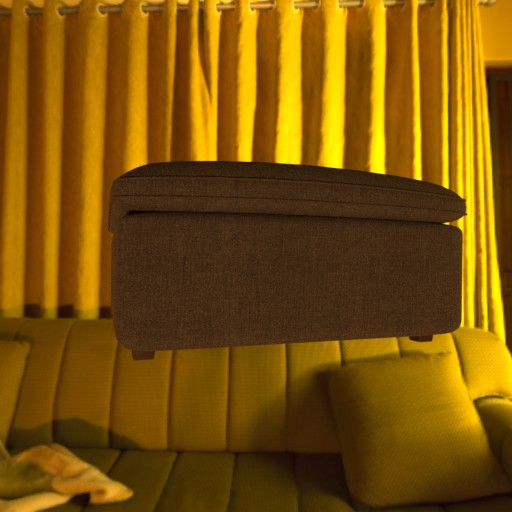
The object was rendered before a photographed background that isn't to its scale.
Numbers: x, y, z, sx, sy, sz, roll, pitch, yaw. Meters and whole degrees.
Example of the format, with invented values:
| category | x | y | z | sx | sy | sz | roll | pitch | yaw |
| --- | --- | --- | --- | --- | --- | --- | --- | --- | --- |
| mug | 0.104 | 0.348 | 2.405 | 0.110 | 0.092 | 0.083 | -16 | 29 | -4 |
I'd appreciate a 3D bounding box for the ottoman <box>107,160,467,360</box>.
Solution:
| category | x | y | z | sx | sy | sz | roll | pitch | yaw |
| --- | --- | --- | --- | --- | --- | --- | --- | --- | --- |
| ottoman | 0.000 | 0.000 | 1.682 | 1.067 | 0.559 | 1.067 | 1 | -2 | -19 |
